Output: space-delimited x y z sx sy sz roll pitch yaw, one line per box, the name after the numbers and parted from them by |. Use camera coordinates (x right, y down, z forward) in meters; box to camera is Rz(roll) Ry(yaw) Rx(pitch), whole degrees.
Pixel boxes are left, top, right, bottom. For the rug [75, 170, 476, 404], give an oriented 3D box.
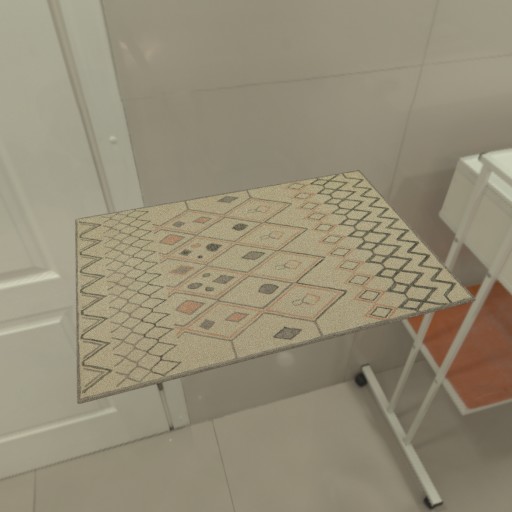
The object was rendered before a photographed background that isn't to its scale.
0.000 0.000 2.350 1.829 0.016 1.219 -12 44 -13 | rug
